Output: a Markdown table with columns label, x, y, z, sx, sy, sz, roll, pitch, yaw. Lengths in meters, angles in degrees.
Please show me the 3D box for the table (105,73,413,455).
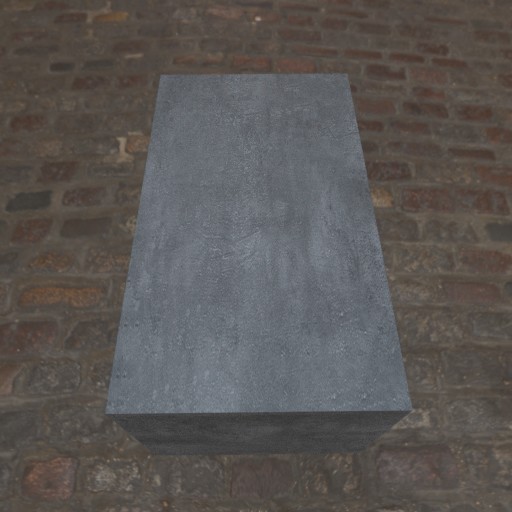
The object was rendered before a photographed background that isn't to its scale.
| label | x | y | z | sx | sy | sz | roll | pitch | yaw |
| --- | --- | --- | --- | --- | --- | --- | --- | --- | --- |
| table | 0.000 | 0.000 | 0.909 | 0.400 | 0.350 | 0.700 | -1 | 58 | 0 |
